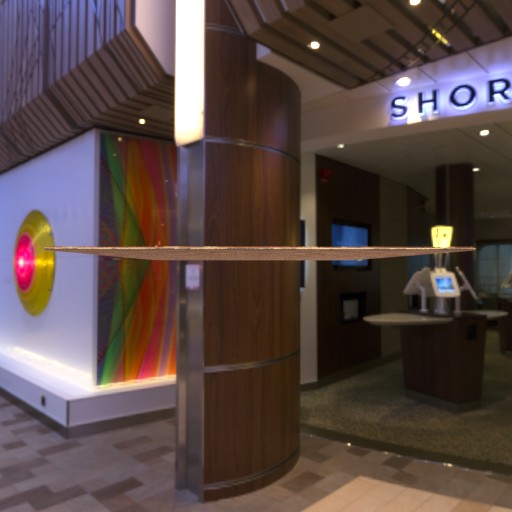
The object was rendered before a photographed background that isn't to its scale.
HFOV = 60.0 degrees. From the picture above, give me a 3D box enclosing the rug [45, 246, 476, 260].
[{"bbox_3d":[0.000,0.000,4.048,2.466,0.021,3.049,0,-2,-1],"label":"rug"}]
